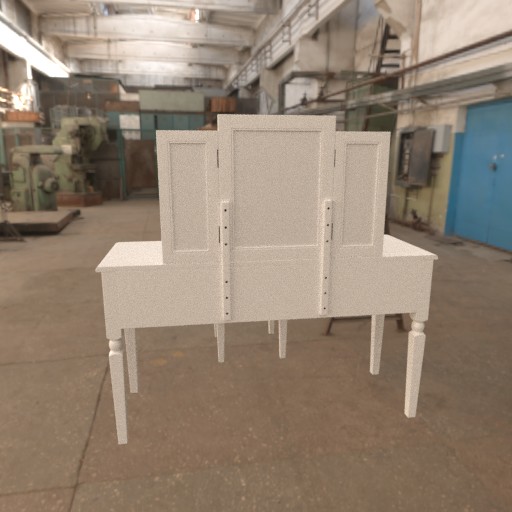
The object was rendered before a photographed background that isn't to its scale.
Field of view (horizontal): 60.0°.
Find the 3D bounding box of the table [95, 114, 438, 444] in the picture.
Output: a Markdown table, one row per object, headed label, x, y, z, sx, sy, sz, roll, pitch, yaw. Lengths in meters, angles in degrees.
| label | x | y | z | sx | sy | sz | roll | pitch | yaw |
| --- | --- | --- | --- | --- | --- | --- | --- | --- | --- |
| table | 0.000 | 0.000 | 2.291 | 1.369 | 1.310 | 1.115 | -2 | 13 | -8 |
